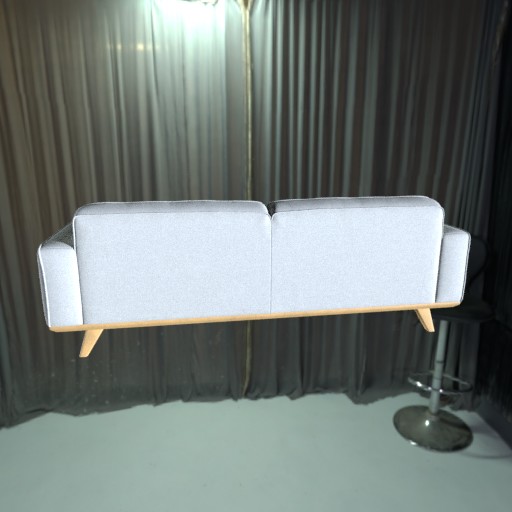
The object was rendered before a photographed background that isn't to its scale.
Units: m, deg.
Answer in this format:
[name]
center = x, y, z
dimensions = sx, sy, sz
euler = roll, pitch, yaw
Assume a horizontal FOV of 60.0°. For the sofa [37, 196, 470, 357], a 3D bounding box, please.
[sofa]
center = 0.000, 0.000, 2.721
dimensions = 2.270, 0.781, 0.956
euler = -2, 15, -9
